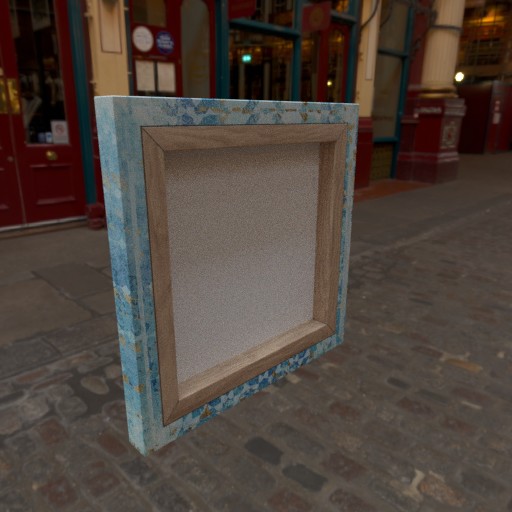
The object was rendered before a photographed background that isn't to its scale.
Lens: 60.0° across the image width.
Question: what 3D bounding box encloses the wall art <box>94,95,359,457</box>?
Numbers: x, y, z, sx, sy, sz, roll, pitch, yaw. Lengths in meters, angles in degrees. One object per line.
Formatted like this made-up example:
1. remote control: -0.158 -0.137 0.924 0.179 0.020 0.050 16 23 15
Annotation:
1. wall art: 0.000 0.000 0.614 0.405 0.405 0.037 -16 24 -42
